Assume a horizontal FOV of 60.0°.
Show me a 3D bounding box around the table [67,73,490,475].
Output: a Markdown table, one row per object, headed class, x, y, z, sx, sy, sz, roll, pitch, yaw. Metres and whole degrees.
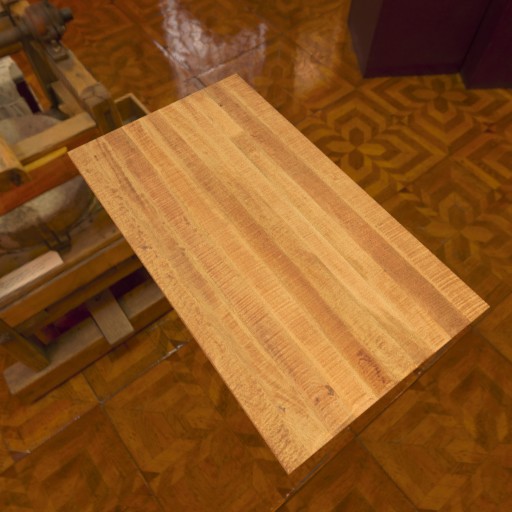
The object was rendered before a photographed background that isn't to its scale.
| class | x | y | z | sx | sy | sz | roll | pitch | yaw |
| --- | --- | --- | --- | --- | --- | --- | --- | --- | --- |
| table | 0.000 | 0.000 | 1.670 | 0.760 | 0.455 | 1.320 | -32 | 64 | -18 |
